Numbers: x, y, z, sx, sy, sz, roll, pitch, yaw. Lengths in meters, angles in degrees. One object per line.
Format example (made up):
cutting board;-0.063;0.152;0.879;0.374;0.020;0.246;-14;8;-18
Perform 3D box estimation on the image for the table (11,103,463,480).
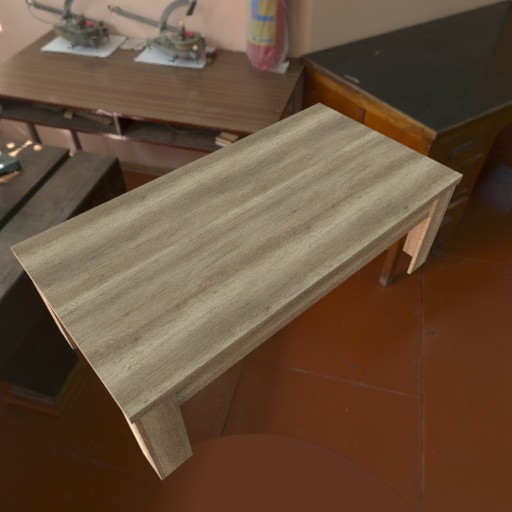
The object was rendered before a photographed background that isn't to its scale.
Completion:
table;0.000;0.000;1.623;1.350;0.460;0.700;-32;54;-27
